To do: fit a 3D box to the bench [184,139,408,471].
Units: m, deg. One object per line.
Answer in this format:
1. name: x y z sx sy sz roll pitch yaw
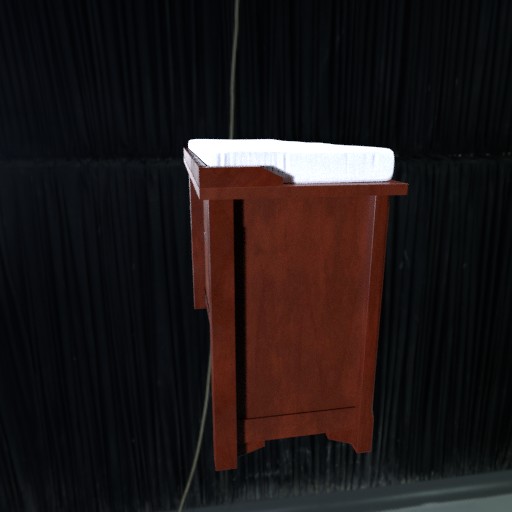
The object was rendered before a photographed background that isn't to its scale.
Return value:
1. bench: 0.000 0.000 1.293 0.369 0.646 0.987 -3 16 -10
